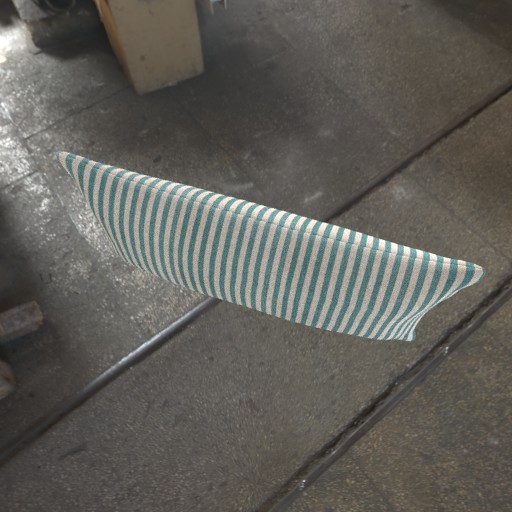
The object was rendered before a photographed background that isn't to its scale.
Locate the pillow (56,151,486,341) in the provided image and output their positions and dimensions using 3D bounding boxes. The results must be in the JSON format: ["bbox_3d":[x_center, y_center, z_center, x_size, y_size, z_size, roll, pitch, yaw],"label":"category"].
[{"bbox_3d":[0.000,0.000,0.733,0.617,0.295,0.151,16,64,8],"label":"pillow"}]
